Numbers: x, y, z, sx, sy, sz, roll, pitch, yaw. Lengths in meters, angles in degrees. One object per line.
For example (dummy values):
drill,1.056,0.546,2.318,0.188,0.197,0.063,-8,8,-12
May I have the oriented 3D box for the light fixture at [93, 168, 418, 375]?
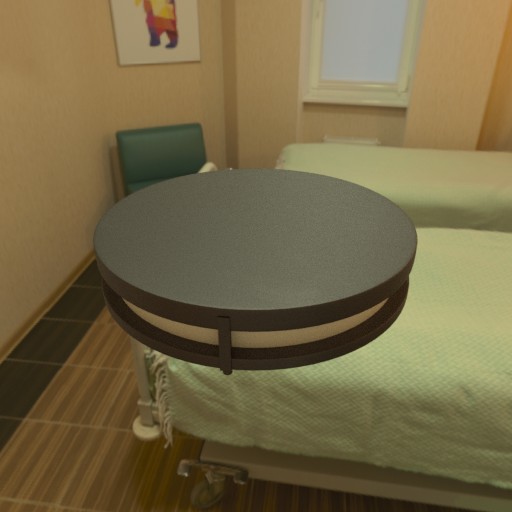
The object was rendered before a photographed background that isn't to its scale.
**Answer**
light fixture,0.000,0.000,0.532,0.356,0.102,0.356,0,29,0
